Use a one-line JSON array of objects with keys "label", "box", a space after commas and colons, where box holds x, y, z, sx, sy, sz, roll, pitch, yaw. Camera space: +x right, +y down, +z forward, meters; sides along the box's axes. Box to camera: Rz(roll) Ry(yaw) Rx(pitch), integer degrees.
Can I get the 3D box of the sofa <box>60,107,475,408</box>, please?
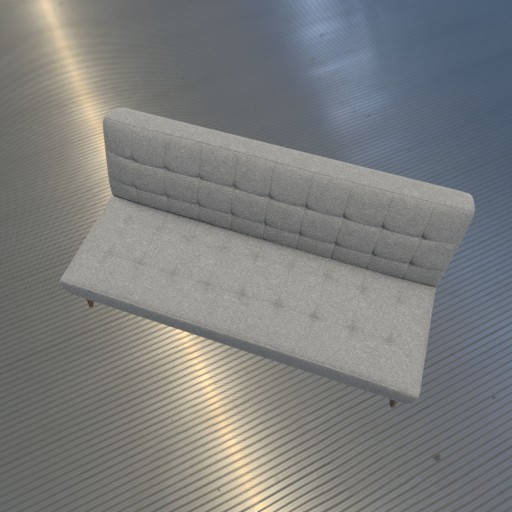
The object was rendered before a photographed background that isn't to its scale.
[{"label": "sofa", "box": [0.000, 0.000, 2.223, 1.800, 0.810, 0.860, 16, 61, 9]}]
